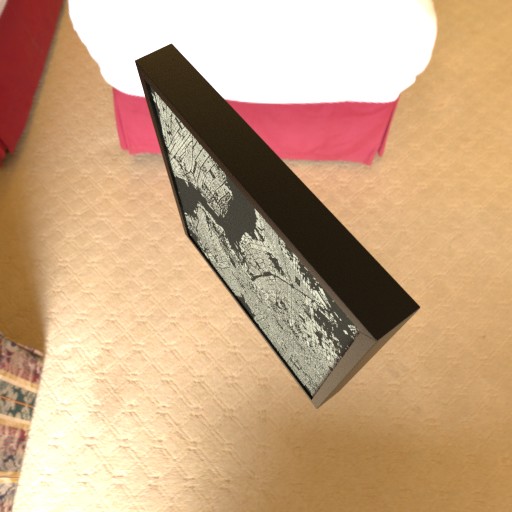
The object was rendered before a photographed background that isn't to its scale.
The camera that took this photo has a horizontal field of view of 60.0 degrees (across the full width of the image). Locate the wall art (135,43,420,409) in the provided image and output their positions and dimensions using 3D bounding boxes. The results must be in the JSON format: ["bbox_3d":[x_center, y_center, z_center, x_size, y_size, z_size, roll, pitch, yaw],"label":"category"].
[{"bbox_3d":[0.000,0.000,0.459,0.037,0.299,0.299,-33,68,-15],"label":"wall art"}]
